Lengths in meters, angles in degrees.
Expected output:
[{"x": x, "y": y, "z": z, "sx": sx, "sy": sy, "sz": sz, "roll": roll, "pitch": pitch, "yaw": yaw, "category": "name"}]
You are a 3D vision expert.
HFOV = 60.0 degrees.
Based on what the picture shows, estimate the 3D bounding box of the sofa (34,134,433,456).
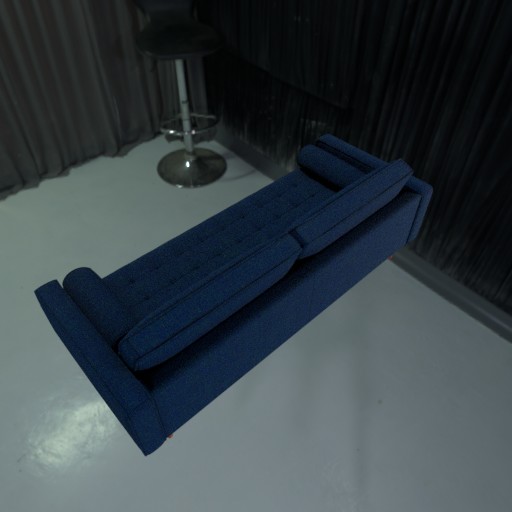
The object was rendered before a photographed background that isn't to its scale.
[{"x": 0.000, "y": 0.000, "z": 2.614, "sx": 2.210, "sy": 0.762, "sz": 0.914, "roll": -33, "pitch": 54, "yaw": -28, "category": "sofa"}]
